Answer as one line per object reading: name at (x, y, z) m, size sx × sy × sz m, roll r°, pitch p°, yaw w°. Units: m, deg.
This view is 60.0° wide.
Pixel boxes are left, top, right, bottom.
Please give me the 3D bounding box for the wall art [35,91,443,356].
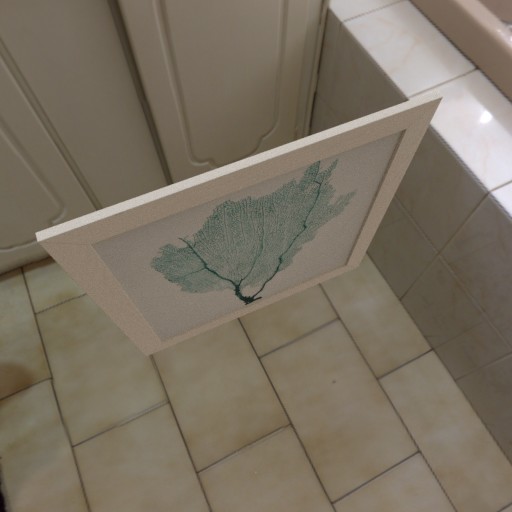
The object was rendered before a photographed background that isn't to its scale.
wall art at (0.000, 0.000, 0.837) m, size 0.572 × 0.577 × 0.015 m, roll -22°, pitch 66°, yaw -10°
